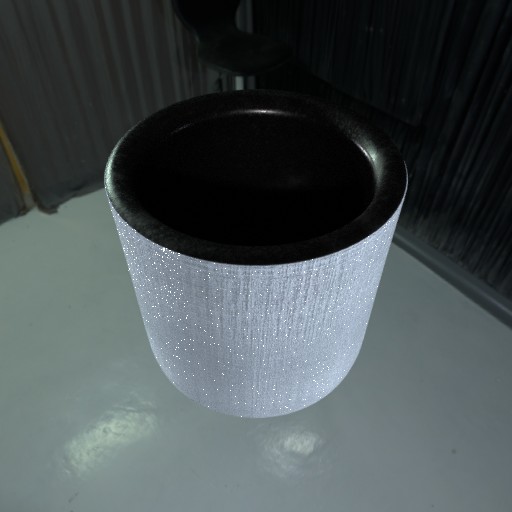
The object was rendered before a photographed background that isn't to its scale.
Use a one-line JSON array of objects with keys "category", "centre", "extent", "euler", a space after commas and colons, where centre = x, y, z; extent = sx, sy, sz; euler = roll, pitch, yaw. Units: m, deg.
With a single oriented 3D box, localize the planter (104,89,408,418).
[{"category": "planter", "centre": [0.000, 0.000, 0.290], "extent": [0.160, 0.156, 0.160], "euler": [0, 46, 0]}]
